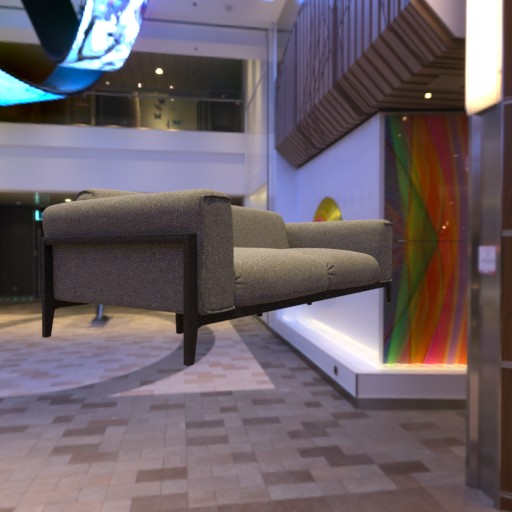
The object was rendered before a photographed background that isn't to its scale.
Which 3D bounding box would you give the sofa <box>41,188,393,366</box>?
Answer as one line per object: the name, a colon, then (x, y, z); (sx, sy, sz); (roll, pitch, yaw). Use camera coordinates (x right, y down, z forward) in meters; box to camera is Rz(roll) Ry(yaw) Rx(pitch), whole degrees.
sofa: (0.000, 0.000, 2.578); (0.985, 0.703, 2.125); (1, 1, 34)
